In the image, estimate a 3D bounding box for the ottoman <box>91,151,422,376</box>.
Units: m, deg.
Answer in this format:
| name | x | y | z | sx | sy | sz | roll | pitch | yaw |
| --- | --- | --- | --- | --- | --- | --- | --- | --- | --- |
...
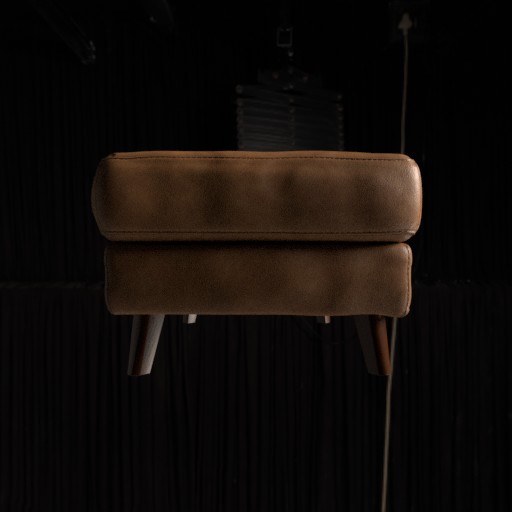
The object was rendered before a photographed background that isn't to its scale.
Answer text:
| name | x | y | z | sx | sy | sz | roll | pitch | yaw |
| --- | --- | --- | --- | --- | --- | --- | --- | --- | --- |
| ottoman | 0.000 | 0.000 | 1.206 | 0.630 | 0.461 | 0.869 | 0 | 0 | 0 |
